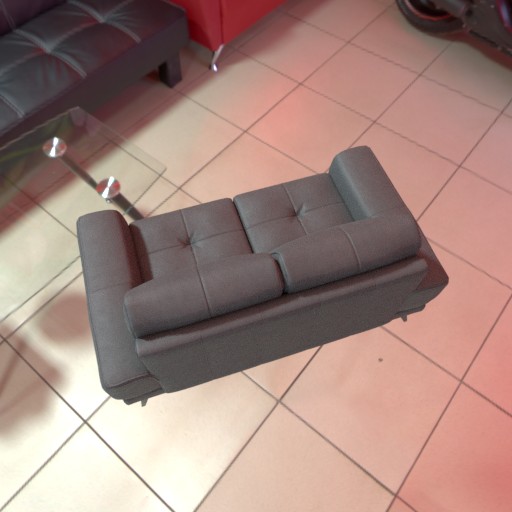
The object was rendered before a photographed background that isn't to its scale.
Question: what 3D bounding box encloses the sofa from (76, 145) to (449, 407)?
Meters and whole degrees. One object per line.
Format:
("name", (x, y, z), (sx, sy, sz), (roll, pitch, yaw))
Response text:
("sofa", (0.000, 0.000, 2.414), (1.806, 0.907, 1.018), (-16, 60, -9))
